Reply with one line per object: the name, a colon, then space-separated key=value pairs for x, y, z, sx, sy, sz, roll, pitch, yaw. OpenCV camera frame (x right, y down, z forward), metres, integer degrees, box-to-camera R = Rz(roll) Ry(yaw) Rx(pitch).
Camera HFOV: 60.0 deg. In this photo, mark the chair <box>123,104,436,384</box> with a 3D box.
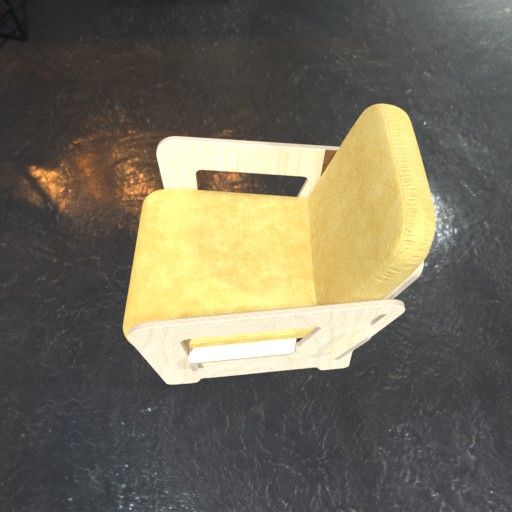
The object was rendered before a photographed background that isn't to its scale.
chair: x=0.000 y=0.000 z=1.267 sx=0.710 sy=0.800 sz=0.590 roll=0 pitch=58 yaw=0
